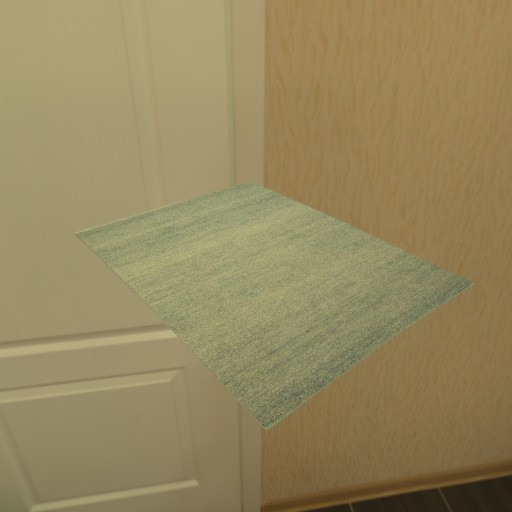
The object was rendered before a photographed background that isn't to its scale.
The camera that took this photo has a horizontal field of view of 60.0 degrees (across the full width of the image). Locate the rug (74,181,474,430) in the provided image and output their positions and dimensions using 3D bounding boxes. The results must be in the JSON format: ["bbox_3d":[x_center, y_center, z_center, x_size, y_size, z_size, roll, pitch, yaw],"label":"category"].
[{"bbox_3d":[0.000,0.000,4.385,2.461,0.046,3.237,-22,37,-33],"label":"rug"}]
